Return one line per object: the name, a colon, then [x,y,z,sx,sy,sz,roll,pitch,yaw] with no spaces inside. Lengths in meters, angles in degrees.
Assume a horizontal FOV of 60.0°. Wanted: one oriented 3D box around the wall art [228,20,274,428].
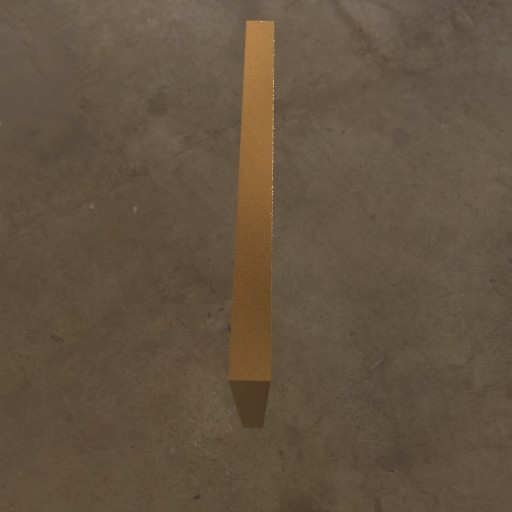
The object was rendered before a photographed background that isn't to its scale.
wall art: [0.000,0.000,0.758,0.040,0.509,0.509,1,64,1]
